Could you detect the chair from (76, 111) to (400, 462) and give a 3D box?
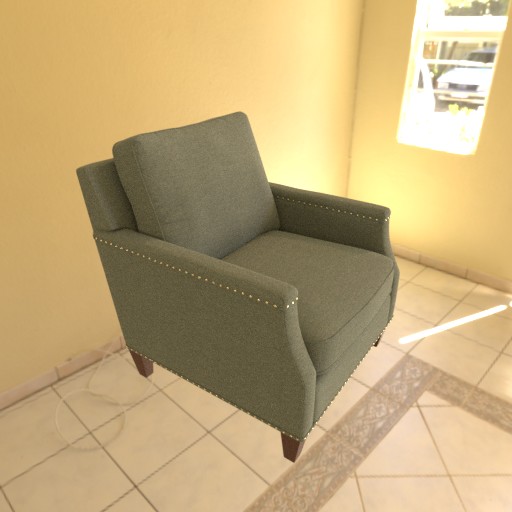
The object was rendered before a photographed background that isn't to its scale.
[{"bbox_3d":[0.000,0.000,1.854,1.031,1.031,0.885,18,32,31],"label":"chair"}]
